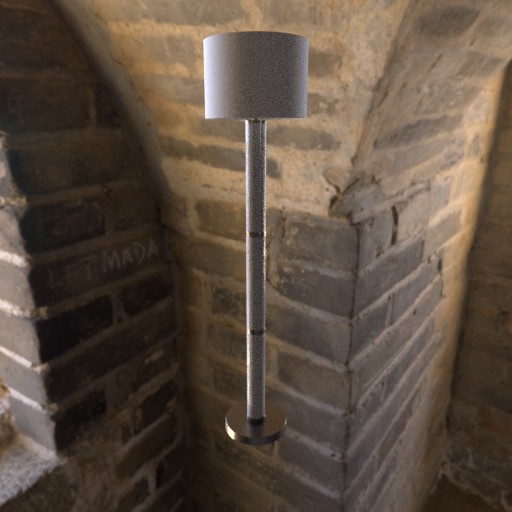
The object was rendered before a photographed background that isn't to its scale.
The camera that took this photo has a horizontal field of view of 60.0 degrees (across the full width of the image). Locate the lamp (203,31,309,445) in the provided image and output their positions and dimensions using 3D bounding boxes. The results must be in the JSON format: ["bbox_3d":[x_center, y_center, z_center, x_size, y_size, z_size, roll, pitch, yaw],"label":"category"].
[{"bbox_3d":[0.000,0.000,1.800,0.377,1.599,0.377,-3,16,-9],"label":"lamp"}]
